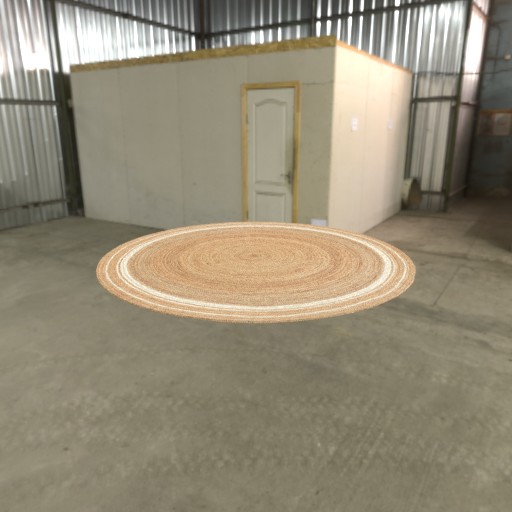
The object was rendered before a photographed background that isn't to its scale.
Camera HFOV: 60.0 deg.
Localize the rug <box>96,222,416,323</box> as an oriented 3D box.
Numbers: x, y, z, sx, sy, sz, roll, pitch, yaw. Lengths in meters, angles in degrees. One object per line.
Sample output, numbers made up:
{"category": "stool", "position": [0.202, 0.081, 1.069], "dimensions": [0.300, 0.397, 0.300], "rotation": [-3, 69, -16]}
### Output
{"category": "rug", "position": [0.000, 0.000, 3.586], "dimensions": [2.444, 0.015, 2.444], "rotation": [0, 17, 0]}
